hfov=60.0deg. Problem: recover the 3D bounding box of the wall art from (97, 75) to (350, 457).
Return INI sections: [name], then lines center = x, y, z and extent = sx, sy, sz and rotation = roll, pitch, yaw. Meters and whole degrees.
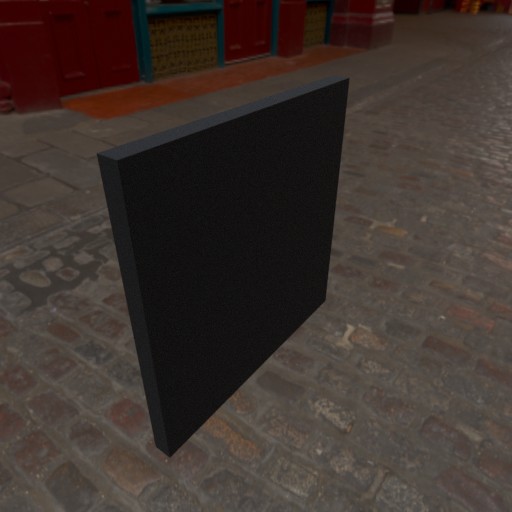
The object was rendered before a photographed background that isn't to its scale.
[wall art]
center = 0.000, 0.000, 0.691
extent = 0.030, 0.458, 0.462
rotation = 22, 39, 30
